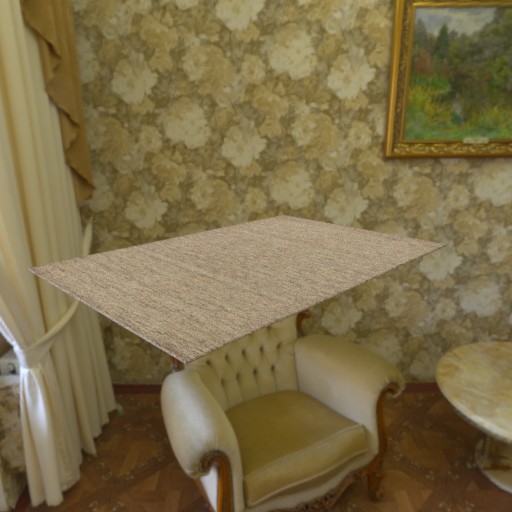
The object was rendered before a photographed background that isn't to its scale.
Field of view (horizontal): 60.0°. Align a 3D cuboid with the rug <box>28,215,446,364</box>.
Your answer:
[{"bbox_3d":[0.000,0.000,2.877,1.547,0.013,2.283,16,22,42],"label":"rug"}]
